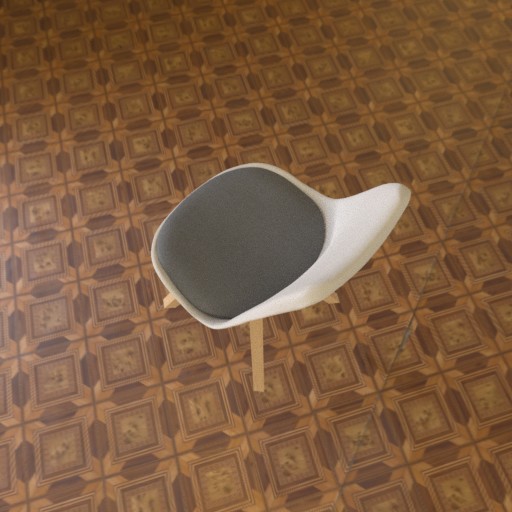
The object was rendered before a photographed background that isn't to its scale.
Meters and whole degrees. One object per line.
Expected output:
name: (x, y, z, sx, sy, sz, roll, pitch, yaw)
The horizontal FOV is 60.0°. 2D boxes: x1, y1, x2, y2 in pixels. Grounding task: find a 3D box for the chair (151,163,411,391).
chair: (0.000, 0.000, 1.212, 0.550, 0.850, 0.485, 39, 71, 16)
